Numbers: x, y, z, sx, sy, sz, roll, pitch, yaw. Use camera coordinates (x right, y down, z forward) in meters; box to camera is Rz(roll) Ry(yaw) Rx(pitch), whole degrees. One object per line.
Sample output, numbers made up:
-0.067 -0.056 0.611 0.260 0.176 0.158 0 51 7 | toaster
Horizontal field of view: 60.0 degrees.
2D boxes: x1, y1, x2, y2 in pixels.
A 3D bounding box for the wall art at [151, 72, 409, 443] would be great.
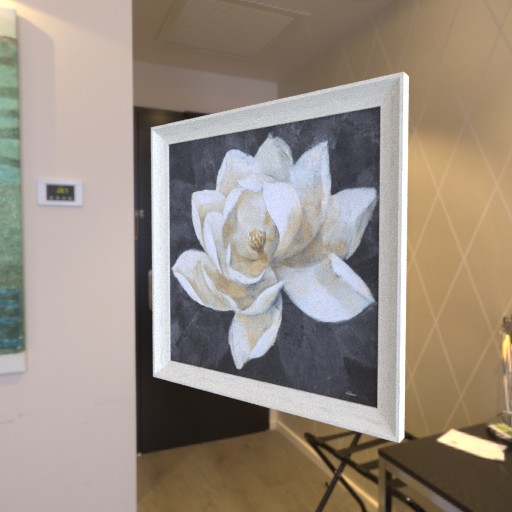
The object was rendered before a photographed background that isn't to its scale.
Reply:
0.000 0.000 1.528 1.016 1.016 0.045 2 3 36 | wall art
